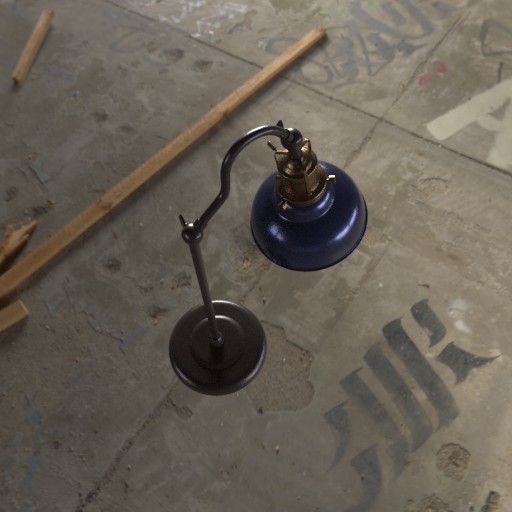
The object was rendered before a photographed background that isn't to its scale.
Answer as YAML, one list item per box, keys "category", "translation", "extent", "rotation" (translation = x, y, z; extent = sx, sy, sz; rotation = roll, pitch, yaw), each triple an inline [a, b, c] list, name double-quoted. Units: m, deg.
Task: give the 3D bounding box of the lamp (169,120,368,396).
- category: "lamp"
  translation: [0.000, 0.000, 0.680]
  extent: [0.374, 0.508, 0.192]
  rotation: [-31, 64, -17]
